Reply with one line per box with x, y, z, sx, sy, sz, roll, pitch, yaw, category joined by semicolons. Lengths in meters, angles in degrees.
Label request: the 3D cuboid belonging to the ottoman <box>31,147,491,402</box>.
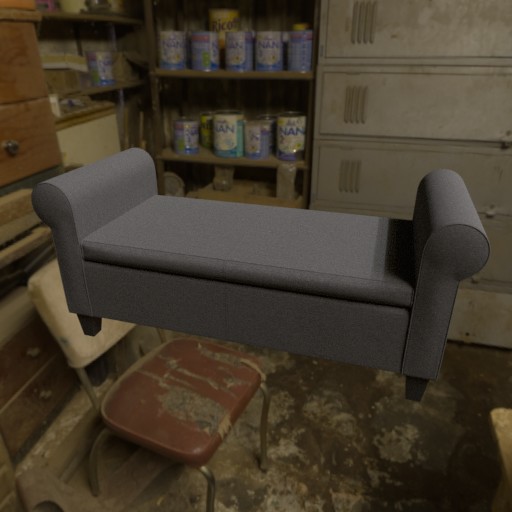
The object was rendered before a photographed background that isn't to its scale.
0.000;0.000;1.468;1.256;0.547;0.521;7;27;15;ottoman
